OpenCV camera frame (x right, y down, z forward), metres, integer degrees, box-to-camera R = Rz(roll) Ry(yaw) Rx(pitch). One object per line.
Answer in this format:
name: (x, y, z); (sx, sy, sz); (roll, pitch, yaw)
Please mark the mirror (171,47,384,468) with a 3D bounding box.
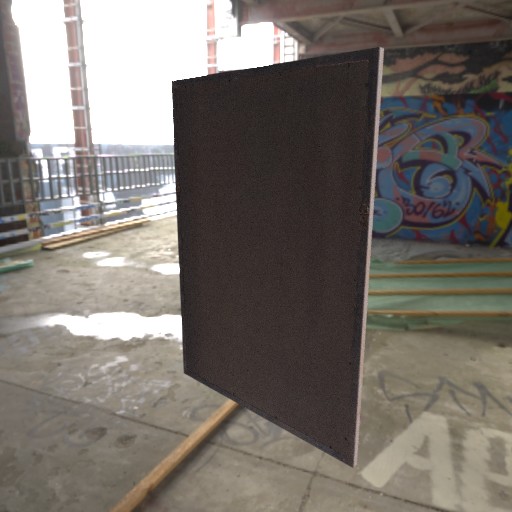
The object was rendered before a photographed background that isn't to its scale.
mirror: (0.000, 0.000, 1.256); (0.705, 0.996, 0.025); (13, 19, 42)
